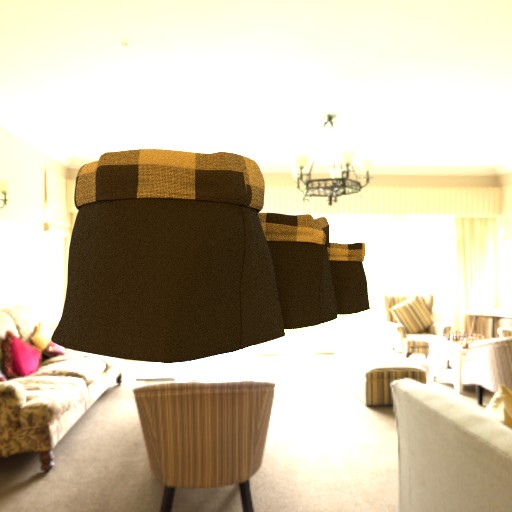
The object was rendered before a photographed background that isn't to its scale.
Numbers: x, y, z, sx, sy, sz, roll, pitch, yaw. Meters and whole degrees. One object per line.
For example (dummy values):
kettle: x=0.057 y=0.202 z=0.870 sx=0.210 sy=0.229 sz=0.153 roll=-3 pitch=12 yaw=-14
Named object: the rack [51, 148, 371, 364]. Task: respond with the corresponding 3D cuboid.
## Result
rack: x=0.000 y=0.000 z=1.048 sx=0.370 sy=0.329 sz=0.889 roll=-1 pitch=-1 yaw=36
